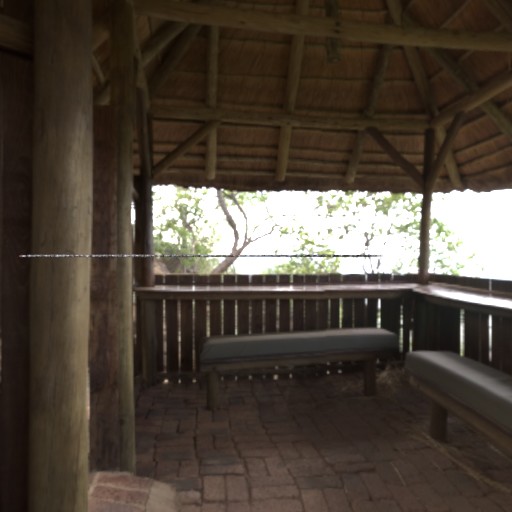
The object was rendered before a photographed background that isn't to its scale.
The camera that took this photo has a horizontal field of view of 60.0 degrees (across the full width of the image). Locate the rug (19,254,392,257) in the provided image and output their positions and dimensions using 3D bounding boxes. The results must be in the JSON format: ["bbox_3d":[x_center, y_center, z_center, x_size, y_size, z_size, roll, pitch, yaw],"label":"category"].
[{"bbox_3d":[0.000,0.000,4.276,2.431,0.017,3.291,0,0,18],"label":"rug"}]
